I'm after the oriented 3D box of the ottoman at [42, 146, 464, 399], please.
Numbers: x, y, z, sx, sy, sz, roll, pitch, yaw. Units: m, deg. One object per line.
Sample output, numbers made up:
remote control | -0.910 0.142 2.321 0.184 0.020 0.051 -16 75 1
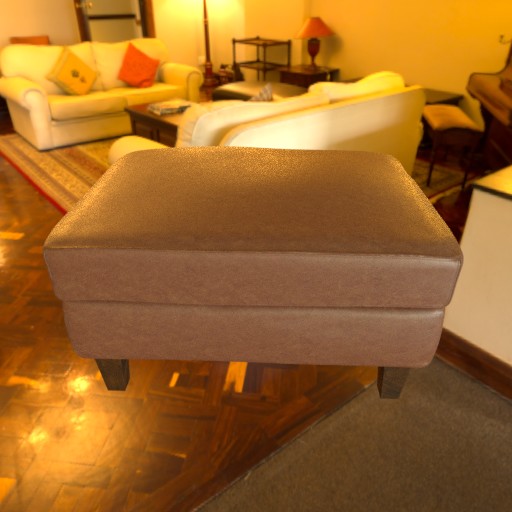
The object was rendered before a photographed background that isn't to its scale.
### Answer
ottoman | 0.000 0.000 1.220 0.851 0.485 0.650 1 31 2
